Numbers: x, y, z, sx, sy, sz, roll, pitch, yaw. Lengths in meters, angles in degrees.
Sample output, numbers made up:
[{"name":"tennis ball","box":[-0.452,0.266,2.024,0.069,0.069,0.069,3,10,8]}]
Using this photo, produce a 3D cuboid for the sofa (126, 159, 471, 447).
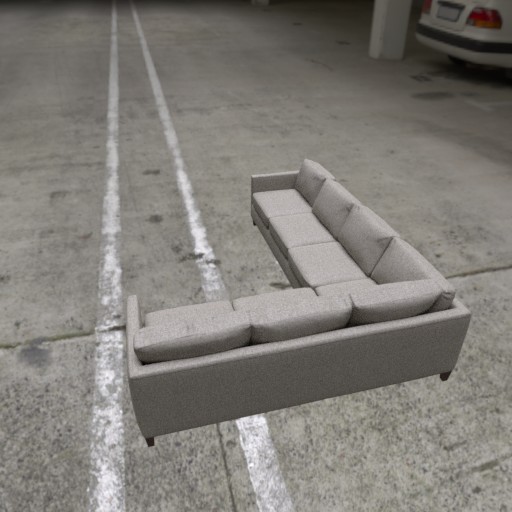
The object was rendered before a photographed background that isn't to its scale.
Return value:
[{"name":"sofa","box":[0.000,0.000,4.554,2.593,0.947,3.302,-8,32,-13]}]
